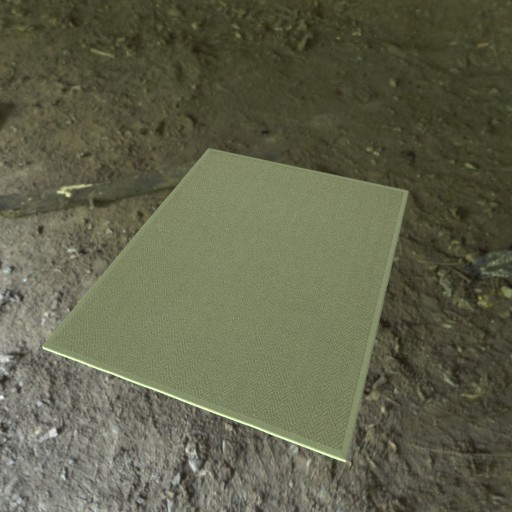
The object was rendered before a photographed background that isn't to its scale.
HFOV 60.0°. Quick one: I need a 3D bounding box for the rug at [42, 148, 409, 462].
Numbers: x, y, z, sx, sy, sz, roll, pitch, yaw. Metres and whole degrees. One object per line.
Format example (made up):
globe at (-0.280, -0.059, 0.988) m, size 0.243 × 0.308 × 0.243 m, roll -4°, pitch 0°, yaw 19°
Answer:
rug at (0.000, 0.000, 4.133) m, size 2.407 × 0.020 × 3.051 m, roll 15°, pitch 47°, yaw 14°
